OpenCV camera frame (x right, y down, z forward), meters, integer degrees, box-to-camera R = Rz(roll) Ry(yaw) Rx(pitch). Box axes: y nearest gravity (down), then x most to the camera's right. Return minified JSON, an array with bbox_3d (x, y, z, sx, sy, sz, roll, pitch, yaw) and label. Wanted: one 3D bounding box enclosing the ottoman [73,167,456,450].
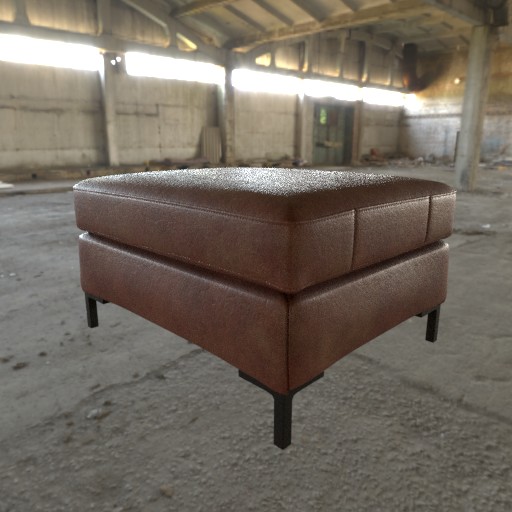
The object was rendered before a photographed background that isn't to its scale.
[{"bbox_3d":[0.000,0.000,1.775,0.965,0.667,1.186,-14,20,-43],"label":"ottoman"}]
